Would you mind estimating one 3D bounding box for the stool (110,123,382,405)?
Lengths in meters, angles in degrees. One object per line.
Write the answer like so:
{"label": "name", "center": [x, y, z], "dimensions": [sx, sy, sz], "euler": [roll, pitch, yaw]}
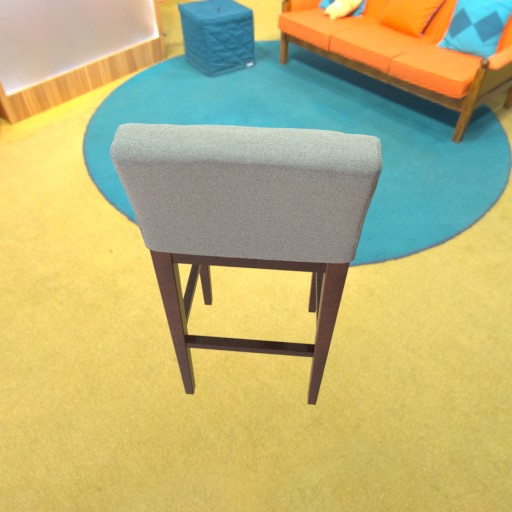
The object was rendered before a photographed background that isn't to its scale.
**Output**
{"label": "stool", "center": [0.000, 0.000, 1.320], "dimensions": [0.511, 1.037, 0.500], "euler": [4, 46, 4]}
